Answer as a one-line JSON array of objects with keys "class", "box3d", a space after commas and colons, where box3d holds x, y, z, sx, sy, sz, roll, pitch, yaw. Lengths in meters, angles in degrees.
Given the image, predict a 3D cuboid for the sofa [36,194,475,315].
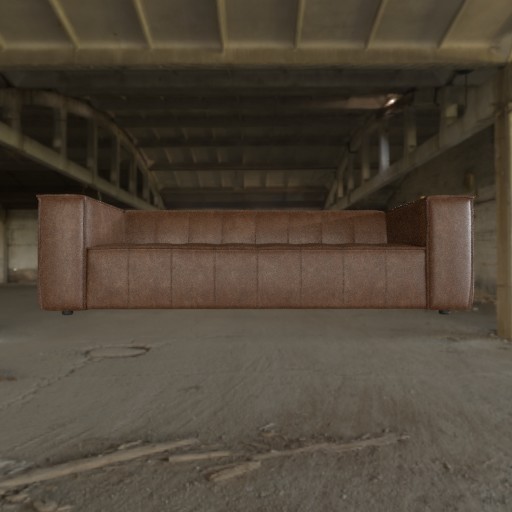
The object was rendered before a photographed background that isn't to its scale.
[{"class": "sofa", "box3d": [0.000, 0.000, 3.062, 2.581, 0.701, 1.102, 0, -1, -1]}]
